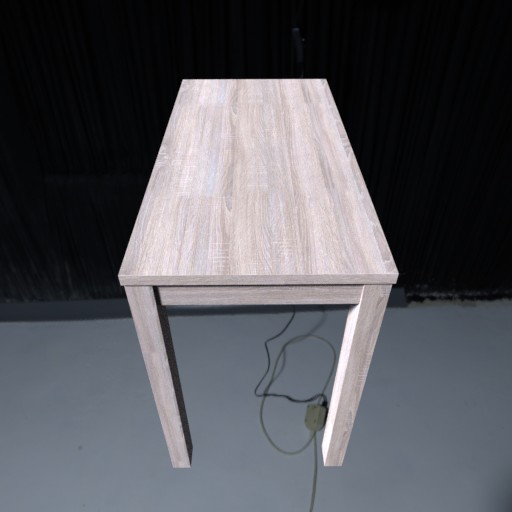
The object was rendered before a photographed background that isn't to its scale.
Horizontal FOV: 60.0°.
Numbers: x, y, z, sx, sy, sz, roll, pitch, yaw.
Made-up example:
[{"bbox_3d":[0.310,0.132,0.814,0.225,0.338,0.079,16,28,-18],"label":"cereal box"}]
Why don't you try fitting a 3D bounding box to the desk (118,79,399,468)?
[{"bbox_3d":[0.000,0.000,1.405,0.495,0.762,0.991,0,41,0],"label":"desk"}]
